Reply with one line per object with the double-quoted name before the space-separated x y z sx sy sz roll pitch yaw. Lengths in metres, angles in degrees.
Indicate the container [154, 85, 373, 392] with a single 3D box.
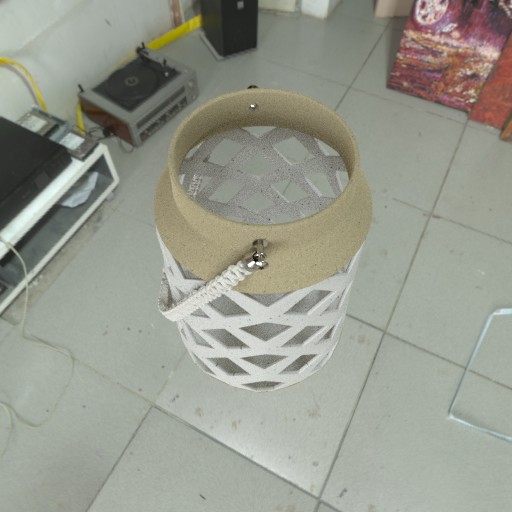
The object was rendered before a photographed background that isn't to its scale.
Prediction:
"container" 0.000 0.000 0.347 0.172 0.229 0.163 -2 59 -1
